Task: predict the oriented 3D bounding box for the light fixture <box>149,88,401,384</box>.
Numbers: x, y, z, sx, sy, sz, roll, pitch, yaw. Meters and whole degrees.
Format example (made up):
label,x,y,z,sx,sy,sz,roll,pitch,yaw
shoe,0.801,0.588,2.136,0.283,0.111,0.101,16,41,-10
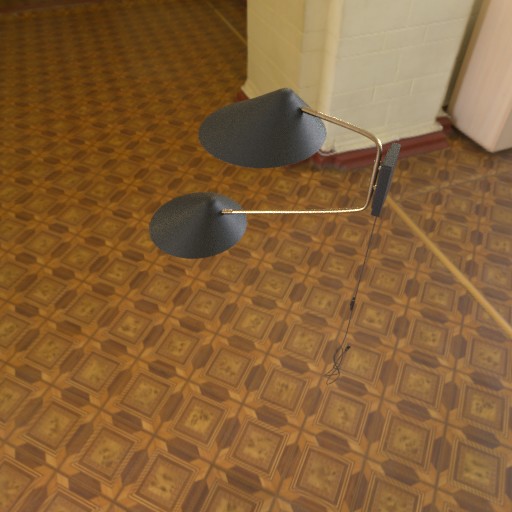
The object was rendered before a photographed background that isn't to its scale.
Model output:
label,x,y,z,sx,sy,sz,roll,pitch,yaw
light fixture,0.000,0.000,0.834,0.422,0.665,0.189,18,49,16
